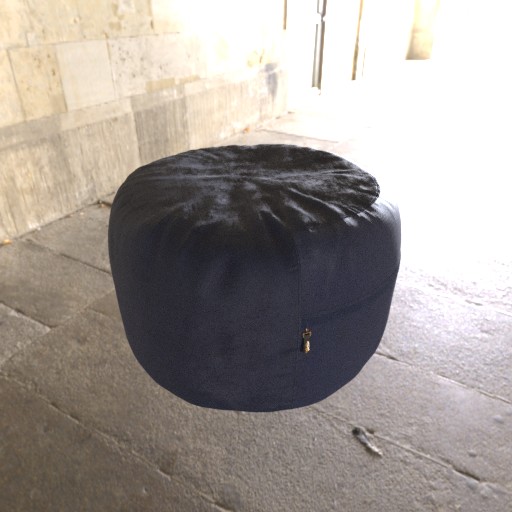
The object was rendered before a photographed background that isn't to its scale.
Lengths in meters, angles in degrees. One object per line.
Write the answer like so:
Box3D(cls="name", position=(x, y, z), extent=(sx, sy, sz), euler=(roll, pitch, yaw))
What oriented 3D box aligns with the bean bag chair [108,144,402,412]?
Box3D(cls="bean bag chair", position=(0.000, 0.000, 1.960), extent=(1.219, 0.762, 1.219), euler=(0, 30, 0))
